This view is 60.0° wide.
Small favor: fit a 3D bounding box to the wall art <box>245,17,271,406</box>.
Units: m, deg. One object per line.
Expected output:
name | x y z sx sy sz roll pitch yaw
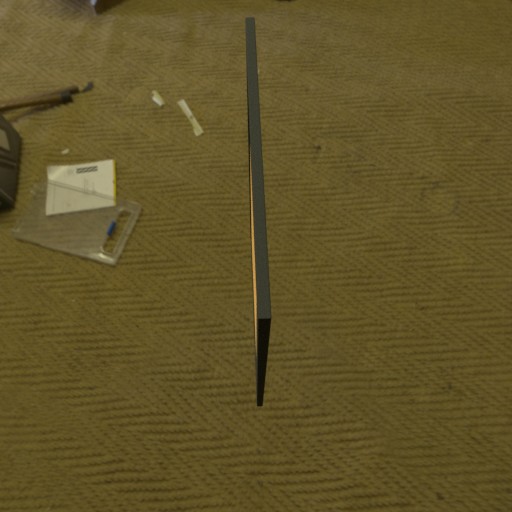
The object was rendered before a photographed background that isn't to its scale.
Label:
wall art | 0.000 0.000 0.682 0.012 0.529 0.374 -2 64 -1
